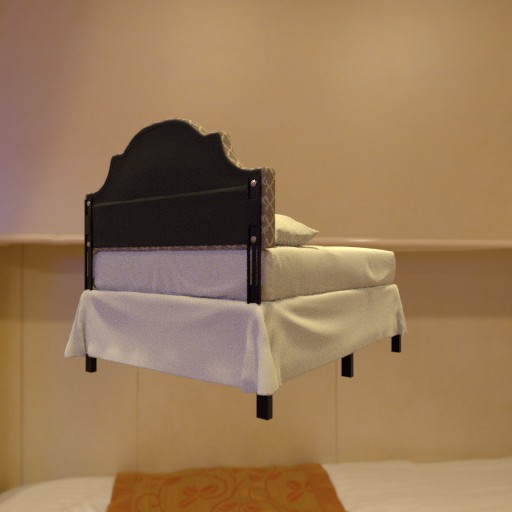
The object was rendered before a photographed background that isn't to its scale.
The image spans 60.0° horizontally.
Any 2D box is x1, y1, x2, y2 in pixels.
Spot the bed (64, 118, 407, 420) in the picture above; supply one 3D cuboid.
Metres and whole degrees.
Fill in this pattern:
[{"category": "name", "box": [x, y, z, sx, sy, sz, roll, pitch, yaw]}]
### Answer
[{"category": "bed", "box": [0.000, 0.000, 3.448, 1.780, 1.633, 2.222, 0, 0, 37]}]
